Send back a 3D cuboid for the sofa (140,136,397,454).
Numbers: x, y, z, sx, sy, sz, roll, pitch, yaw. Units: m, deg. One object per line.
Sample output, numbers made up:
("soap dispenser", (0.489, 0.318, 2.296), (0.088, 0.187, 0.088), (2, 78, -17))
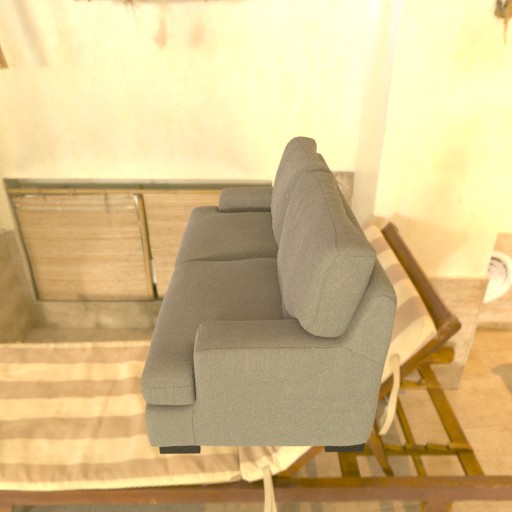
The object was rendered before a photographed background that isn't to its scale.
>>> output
("sofa", (0.000, 0.000, 2.470), (0.962, 0.980, 1.855), (0, 28, -1))
